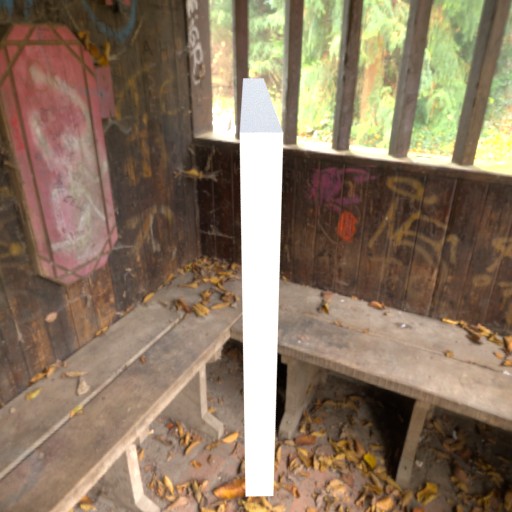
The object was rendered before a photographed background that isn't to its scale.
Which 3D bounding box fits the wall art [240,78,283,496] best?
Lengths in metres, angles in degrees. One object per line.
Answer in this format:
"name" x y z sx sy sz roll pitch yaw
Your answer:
"wall art" 0.000 0.000 0.518 0.027 0.355 0.355 -1 27 -1
